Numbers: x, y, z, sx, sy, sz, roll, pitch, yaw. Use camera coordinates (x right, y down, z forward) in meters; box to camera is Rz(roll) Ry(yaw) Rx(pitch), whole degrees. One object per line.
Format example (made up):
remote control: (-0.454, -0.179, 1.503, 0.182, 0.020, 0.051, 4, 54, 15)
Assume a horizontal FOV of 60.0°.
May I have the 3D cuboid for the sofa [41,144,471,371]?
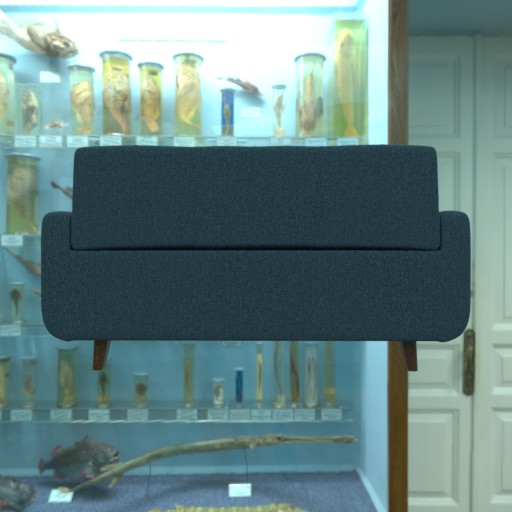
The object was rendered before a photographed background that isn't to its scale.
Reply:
sofa: (0.000, 0.000, 2.149, 1.651, 0.896, 0.942, 0, 0, 1)
